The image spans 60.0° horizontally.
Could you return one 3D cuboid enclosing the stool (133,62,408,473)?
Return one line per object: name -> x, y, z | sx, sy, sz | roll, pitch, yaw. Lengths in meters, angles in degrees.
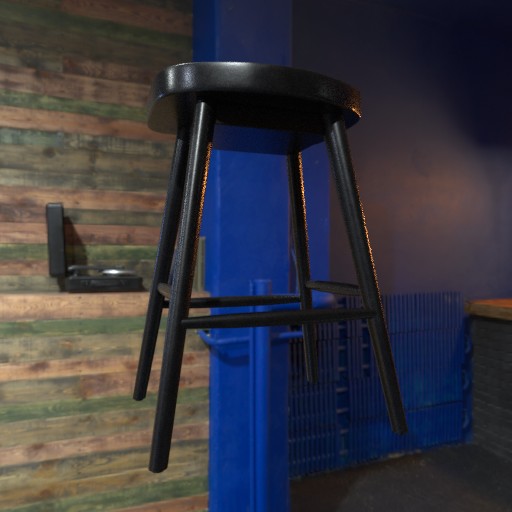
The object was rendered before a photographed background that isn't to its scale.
stool -> 0.000, 0.000, 0.859 | 0.440, 0.615, 0.361 | 0, 0, -19
